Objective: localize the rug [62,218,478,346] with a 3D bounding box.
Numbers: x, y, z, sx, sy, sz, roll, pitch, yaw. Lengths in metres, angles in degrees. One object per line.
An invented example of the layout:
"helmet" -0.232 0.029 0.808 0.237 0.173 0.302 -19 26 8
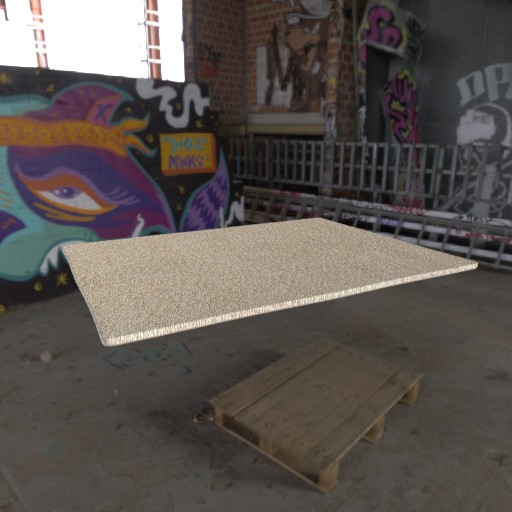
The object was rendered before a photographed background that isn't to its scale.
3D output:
"rug" 0.000 0.000 2.104 1.600 0.027 1.200 -8 18 -27
